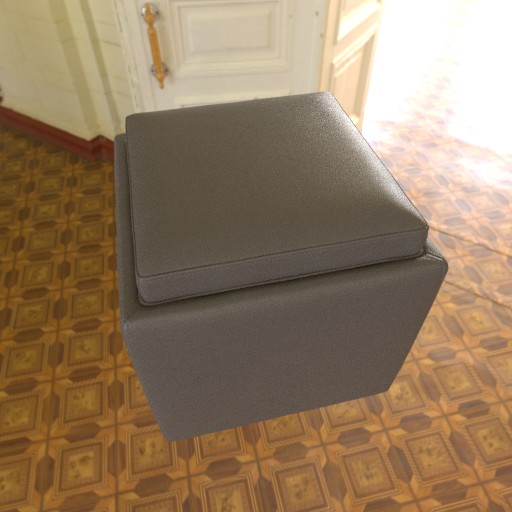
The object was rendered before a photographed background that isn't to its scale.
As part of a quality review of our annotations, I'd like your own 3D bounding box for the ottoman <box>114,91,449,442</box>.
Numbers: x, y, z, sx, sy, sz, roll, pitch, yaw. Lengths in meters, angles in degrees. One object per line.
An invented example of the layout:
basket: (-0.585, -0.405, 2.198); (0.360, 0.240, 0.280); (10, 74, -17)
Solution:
ottoman: (0.000, 0.000, 0.816); (0.450, 0.460, 0.451); (-10, 48, -9)
